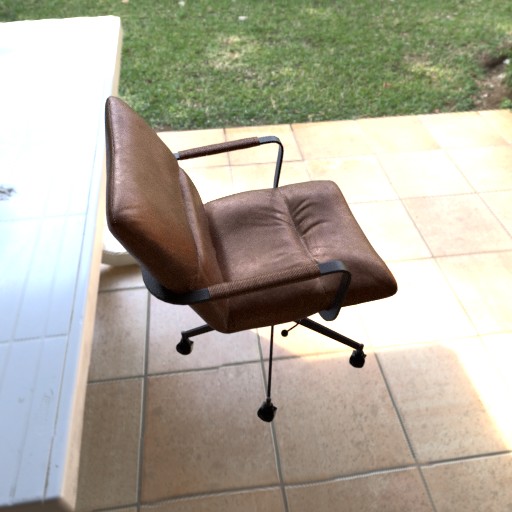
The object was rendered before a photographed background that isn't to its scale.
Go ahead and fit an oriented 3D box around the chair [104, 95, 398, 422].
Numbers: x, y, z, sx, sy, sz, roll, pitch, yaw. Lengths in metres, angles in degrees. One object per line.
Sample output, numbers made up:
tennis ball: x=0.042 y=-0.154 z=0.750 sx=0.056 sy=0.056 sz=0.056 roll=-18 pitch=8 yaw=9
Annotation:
chair: x=0.000 y=0.000 z=1.435 sx=0.754 sy=0.922 sz=0.727 roll=-10 pitch=47 yaw=-10
